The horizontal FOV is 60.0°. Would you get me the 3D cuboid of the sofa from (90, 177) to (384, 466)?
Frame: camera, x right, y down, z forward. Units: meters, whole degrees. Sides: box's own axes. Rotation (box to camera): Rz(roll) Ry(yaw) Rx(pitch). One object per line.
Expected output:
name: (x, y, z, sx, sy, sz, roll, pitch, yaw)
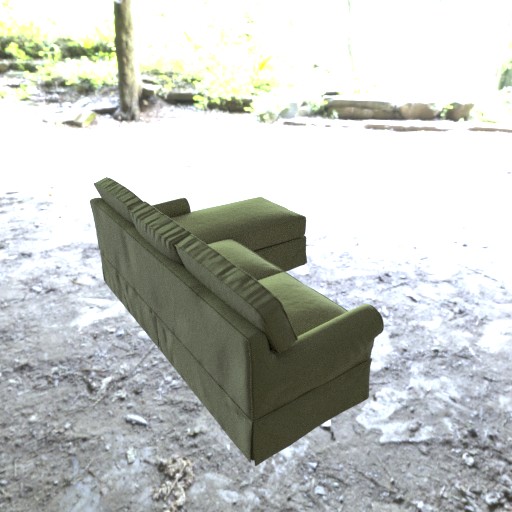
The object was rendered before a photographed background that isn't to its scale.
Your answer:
sofa: (0.000, 0.000, 3.388, 1.733, 0.978, 2.475, -17, 31, -31)
